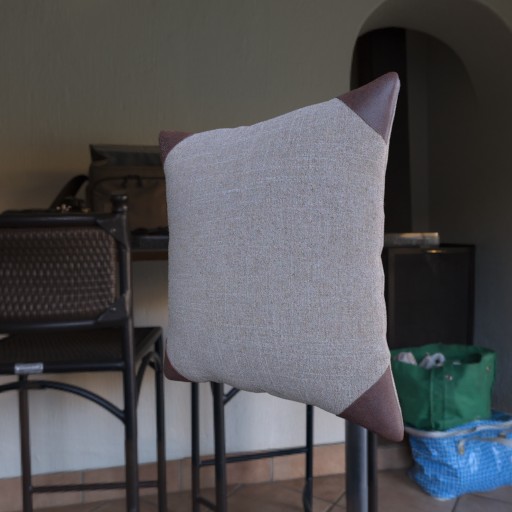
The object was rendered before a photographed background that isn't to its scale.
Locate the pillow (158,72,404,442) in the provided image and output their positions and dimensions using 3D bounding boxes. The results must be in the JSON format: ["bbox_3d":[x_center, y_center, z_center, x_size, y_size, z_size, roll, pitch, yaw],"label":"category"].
[{"bbox_3d":[0.000,0.000,0.660,0.437,0.448,0.147,0,0,36],"label":"pillow"}]
